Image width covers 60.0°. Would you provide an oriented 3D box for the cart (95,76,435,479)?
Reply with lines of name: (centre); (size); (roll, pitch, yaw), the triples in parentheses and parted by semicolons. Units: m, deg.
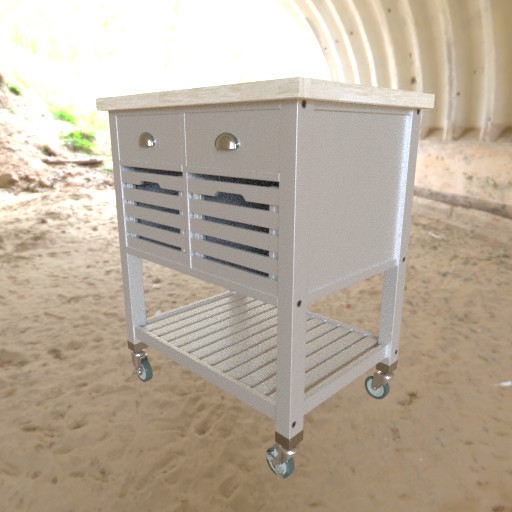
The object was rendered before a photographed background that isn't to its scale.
cart: (0.000, 0.000, 1.346); (0.762, 0.914, 0.559); (15, 22, 42)
